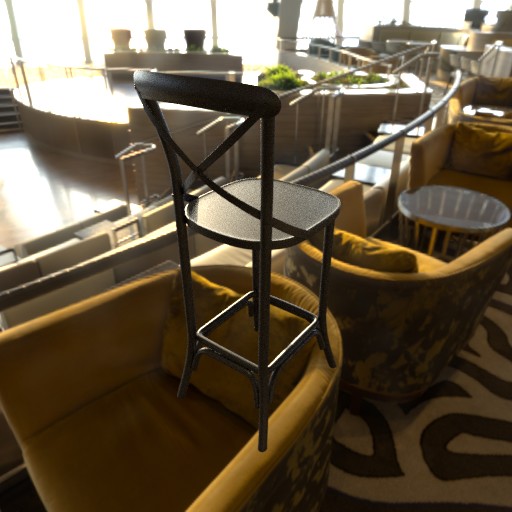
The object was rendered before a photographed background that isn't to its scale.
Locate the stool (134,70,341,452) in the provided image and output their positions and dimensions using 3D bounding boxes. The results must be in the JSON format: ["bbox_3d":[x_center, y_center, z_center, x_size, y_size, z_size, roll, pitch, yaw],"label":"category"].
[{"bbox_3d":[0.000,0.000,1.453,0.457,1.168,0.584,20,36,31],"label":"stool"}]
